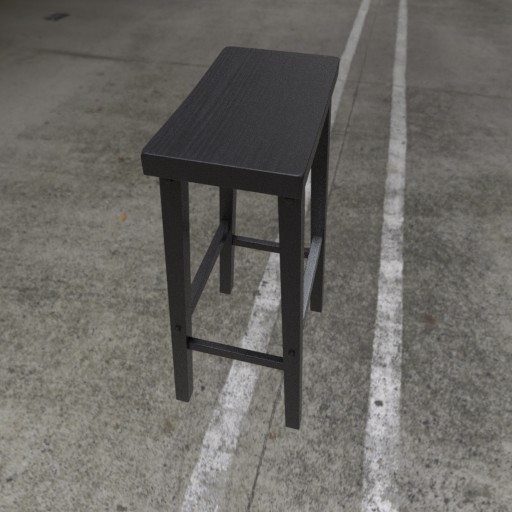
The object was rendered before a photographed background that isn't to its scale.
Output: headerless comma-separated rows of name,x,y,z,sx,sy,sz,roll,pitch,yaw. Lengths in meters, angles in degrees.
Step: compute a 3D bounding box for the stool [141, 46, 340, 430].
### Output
stool,0.000,0.000,0.991,0.322,0.742,0.406,10,46,10
